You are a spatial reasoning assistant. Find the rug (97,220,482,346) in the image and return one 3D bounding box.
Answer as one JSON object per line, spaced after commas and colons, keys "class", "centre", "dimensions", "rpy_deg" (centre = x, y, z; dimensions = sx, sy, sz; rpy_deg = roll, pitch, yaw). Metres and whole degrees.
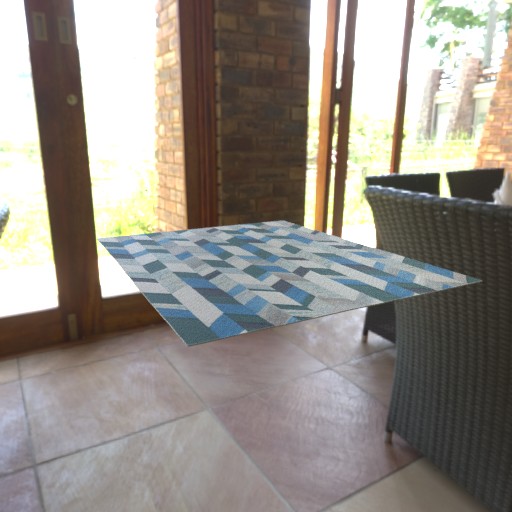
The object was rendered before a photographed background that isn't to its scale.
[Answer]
{"class": "rug", "centre": [0.000, 0.000, 4.203], "dimensions": [2.440, 0.008, 3.036], "rpy_deg": [-8, 16, -27]}
